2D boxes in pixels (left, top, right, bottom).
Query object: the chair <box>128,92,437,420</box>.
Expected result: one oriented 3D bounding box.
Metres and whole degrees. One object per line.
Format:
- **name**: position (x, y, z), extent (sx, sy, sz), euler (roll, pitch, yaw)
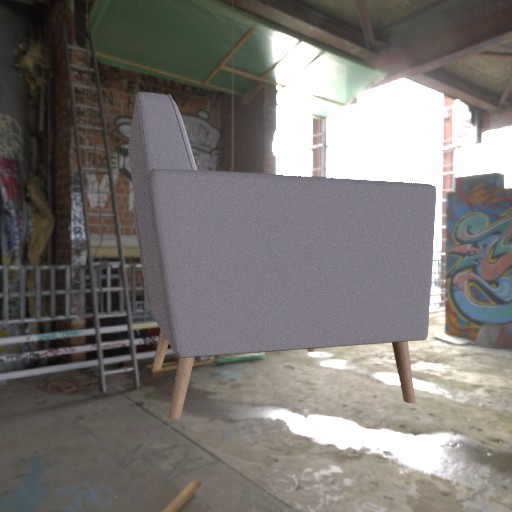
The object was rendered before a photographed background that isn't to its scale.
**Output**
- **chair**: position (0.000, 0.000, 1.388), extent (0.750, 0.780, 0.780), euler (0, 1, -18)
